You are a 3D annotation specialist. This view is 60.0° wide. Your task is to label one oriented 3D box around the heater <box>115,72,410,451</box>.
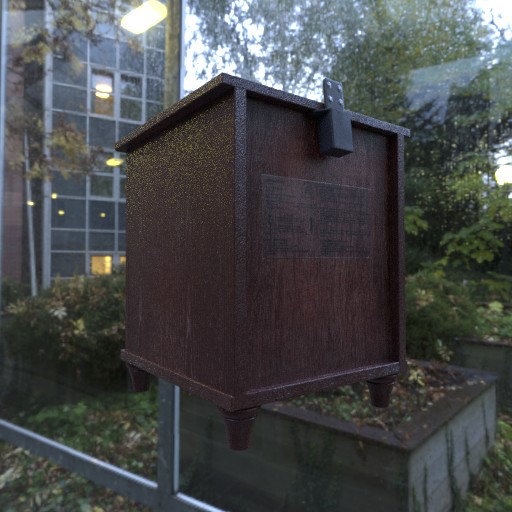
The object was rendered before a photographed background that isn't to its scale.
[{"bbox_3d":[0.000,0.000,0.755,0.362,0.481,0.400,1,-2,-36],"label":"heater"}]
